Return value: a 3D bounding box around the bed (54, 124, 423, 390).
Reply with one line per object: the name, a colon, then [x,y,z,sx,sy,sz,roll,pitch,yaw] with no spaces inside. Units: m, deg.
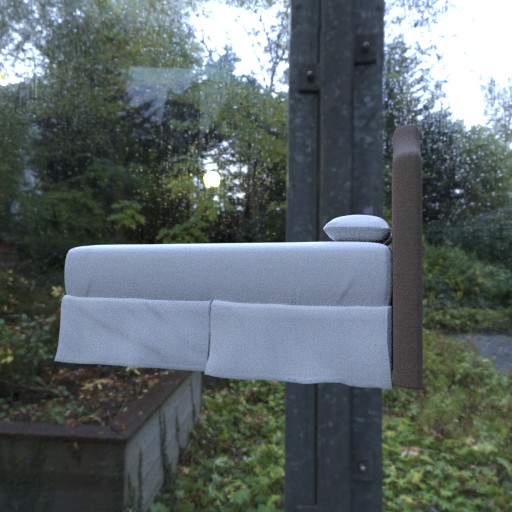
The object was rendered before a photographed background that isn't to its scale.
bed: [0.000,0.000,3.100,2.116,1.290,1.693,0,-1,18]
